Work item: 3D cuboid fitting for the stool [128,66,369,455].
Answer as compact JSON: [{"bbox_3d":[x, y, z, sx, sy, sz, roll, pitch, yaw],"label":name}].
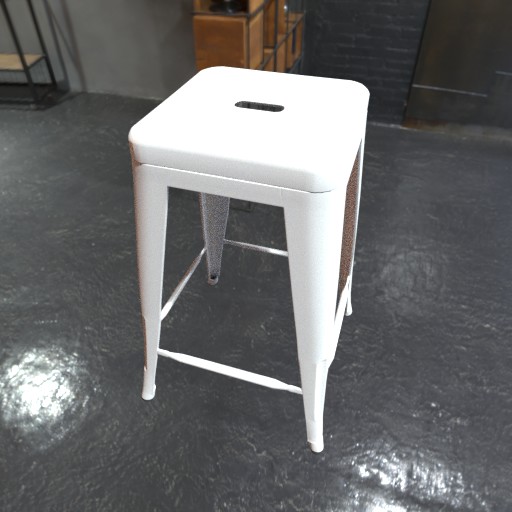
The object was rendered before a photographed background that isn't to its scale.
[{"bbox_3d":[0.000,0.000,0.873,0.406,0.610,0.406,12,42,13],"label":"stool"}]
